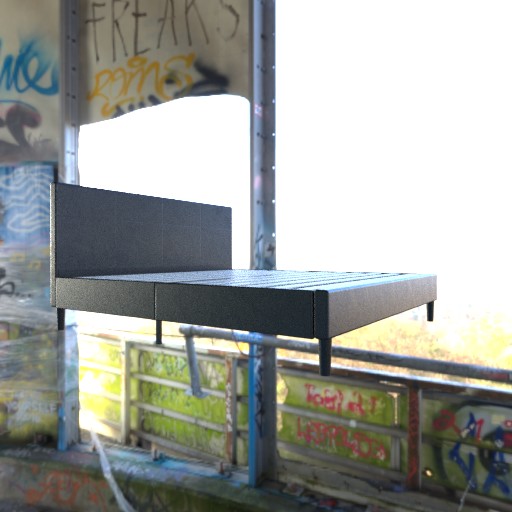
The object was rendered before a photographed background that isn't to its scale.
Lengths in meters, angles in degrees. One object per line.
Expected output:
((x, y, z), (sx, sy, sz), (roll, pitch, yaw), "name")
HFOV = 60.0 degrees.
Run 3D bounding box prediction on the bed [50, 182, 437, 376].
((0.000, 0.000, 3.351), (2.152, 1.046, 2.018), (0, 0, 35), "bed")
